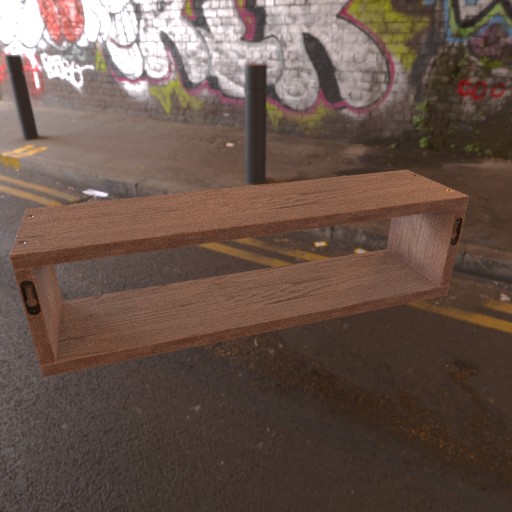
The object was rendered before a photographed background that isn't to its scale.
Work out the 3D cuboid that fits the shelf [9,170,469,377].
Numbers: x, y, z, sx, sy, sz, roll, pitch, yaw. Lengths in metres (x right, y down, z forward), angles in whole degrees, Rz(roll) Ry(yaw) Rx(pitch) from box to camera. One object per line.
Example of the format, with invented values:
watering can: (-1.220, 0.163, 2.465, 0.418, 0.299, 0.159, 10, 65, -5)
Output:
shelf: (0.000, 0.000, 0.664, 0.610, 0.170, 0.150, -9, 28, -17)
